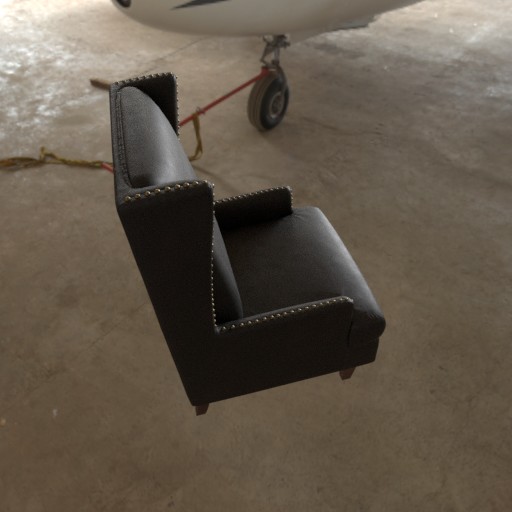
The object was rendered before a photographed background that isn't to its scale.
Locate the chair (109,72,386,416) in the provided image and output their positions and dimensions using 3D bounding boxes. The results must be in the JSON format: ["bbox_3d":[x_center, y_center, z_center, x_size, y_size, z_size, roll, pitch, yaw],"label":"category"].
[{"bbox_3d":[0.000,0.000,1.628,0.799,1.142,0.703,-10,45,-11],"label":"chair"}]
